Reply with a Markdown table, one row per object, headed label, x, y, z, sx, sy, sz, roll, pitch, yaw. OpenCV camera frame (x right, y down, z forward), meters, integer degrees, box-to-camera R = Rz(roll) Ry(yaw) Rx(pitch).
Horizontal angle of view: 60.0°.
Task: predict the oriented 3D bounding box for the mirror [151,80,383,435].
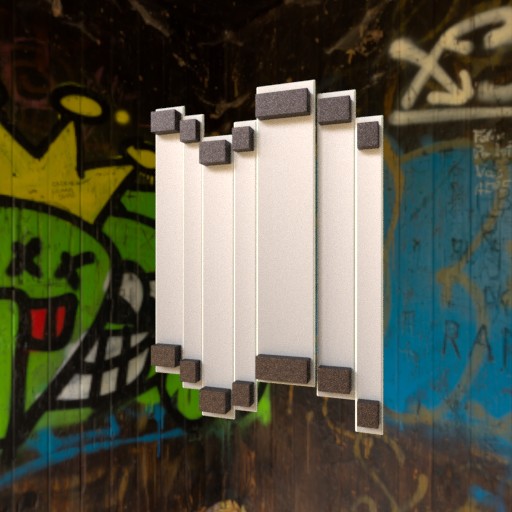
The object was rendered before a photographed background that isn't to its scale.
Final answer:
| label | x | y | z | sx | sy | sz | roll | pitch | yaw |
| --- | --- | --- | --- | --- | --- | --- | --- | --- | --- |
| mirror | 0.000 | 0.000 | 0.807 | 0.445 | 0.611 | 0.058 | 0 | 0 | 19 |
